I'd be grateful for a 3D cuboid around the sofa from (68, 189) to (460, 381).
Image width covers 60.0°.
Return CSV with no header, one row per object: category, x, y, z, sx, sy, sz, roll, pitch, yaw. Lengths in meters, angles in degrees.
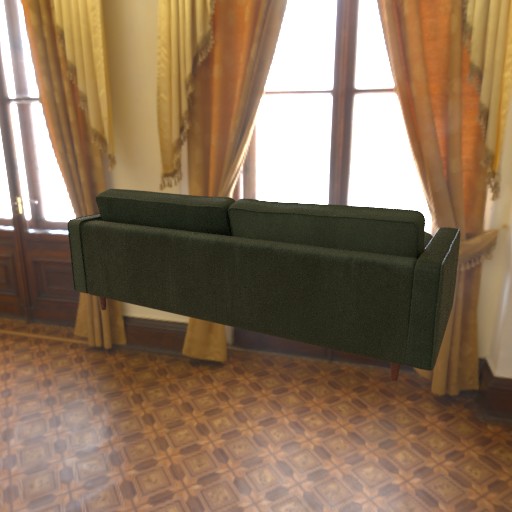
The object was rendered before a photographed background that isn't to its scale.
sofa,0.000,0.000,2.691,2.199,0.769,0.918,8,17,27
